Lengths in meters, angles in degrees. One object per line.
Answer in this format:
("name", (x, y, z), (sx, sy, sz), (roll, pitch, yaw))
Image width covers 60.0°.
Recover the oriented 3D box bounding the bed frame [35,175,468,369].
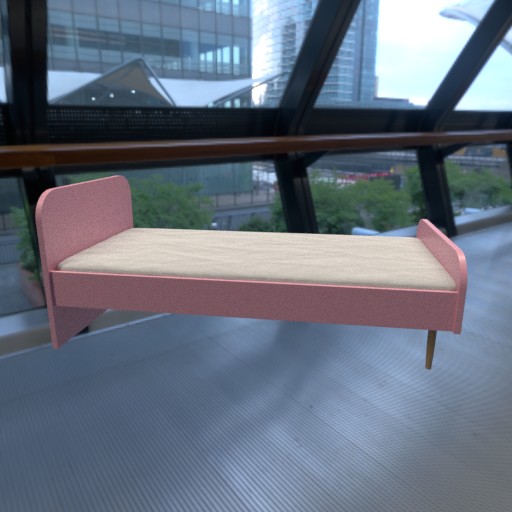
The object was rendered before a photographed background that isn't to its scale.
("bed frame", (0.000, 0.000, 2.505), (1.963, 0.805, 0.998), (2, 16, 9))
